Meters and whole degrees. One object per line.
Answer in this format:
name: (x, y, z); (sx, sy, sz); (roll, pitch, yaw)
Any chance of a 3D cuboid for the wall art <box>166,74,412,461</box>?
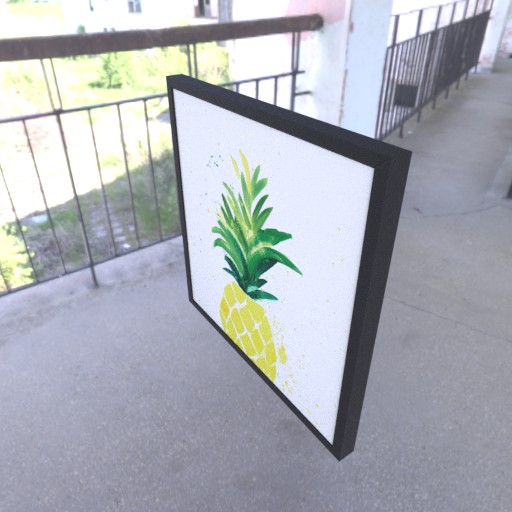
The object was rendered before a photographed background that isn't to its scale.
wall art: (0.000, 0.000, 0.757); (0.033, 0.507, 0.508); (-21, 38, -29)
